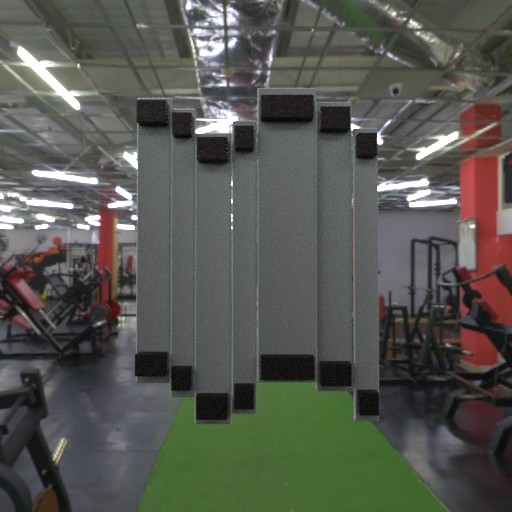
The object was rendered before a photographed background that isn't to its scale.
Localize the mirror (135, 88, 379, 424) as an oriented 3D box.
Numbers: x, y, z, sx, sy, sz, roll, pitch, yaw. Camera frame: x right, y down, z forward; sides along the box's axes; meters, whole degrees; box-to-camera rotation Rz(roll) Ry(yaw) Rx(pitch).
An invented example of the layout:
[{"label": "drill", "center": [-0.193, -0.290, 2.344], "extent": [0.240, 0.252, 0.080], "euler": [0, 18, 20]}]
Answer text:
[{"label": "mirror", "center": [0.000, 0.000, 0.804], "extent": [0.445, 0.611, 0.058], "euler": [0, -1, 0]}]
